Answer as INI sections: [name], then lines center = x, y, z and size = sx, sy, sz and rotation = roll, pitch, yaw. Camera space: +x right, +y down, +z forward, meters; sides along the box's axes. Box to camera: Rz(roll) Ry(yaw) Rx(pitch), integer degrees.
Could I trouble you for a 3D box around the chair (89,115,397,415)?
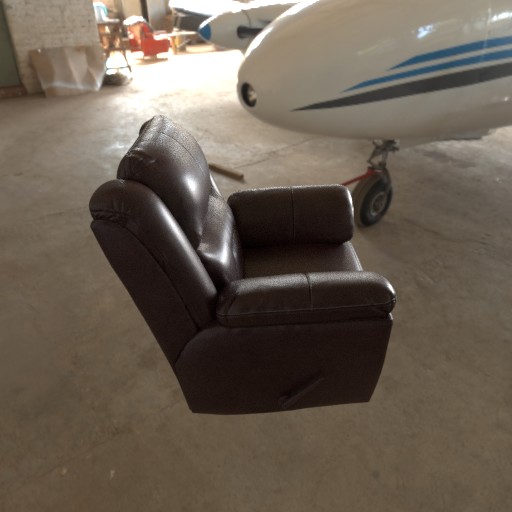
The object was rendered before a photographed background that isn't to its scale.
[chair]
center = 0.000, 0.000, 1.938
size = 1.041, 1.093, 0.990
rotation = 0, 32, -1
